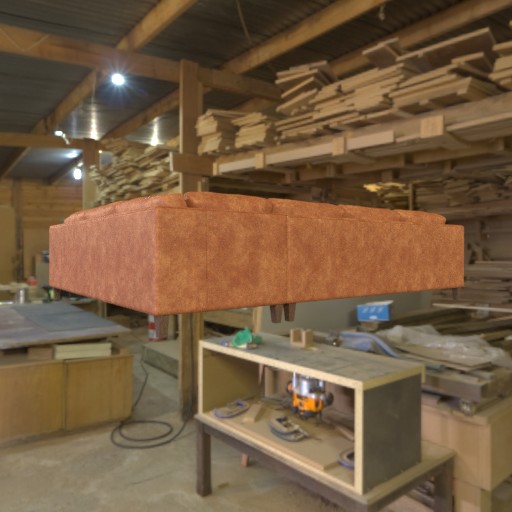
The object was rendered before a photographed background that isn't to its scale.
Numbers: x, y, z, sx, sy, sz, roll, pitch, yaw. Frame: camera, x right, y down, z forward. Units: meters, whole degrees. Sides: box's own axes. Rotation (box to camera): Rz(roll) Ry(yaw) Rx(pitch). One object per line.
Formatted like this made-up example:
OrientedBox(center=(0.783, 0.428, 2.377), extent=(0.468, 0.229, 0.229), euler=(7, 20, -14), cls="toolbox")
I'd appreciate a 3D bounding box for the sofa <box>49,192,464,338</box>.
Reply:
OrientedBox(center=(0.000, 0.000, 4.221), extent=(3.167, 0.838, 2.438), euler=(-1, 1, -37), cls="sofa")
